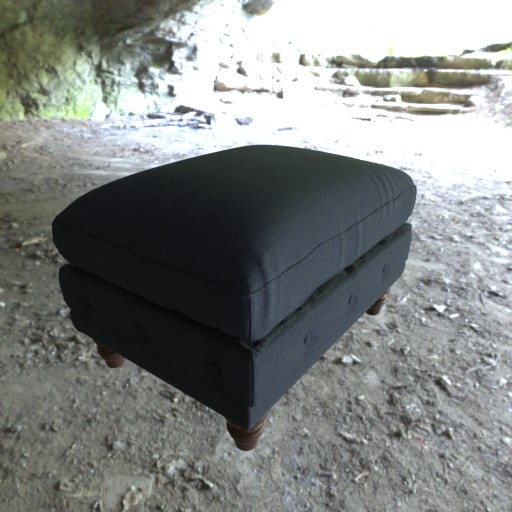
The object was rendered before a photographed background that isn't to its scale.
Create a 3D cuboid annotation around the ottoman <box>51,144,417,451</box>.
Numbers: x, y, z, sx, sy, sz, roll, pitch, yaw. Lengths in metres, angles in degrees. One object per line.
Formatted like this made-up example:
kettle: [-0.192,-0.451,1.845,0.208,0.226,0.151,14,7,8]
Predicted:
ottoman: [0.000,0.000,1.128,0.558,0.486,0.767,18,30,33]
